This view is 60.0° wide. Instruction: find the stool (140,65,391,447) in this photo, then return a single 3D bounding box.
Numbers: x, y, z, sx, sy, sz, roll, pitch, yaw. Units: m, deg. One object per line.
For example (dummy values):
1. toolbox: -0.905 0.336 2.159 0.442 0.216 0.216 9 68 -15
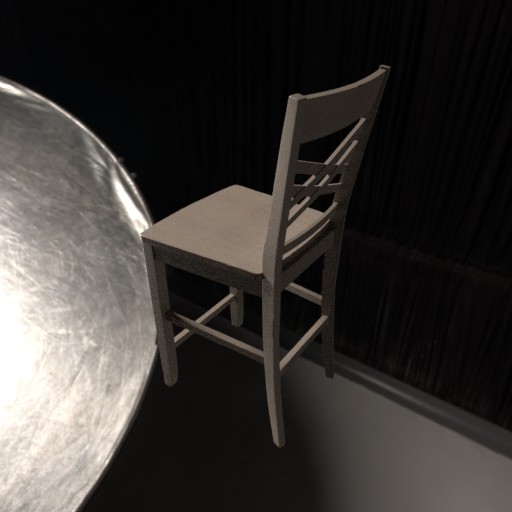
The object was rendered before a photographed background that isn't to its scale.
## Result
1. stool: 0.000 0.000 1.364 0.539 1.079 0.462 20 37 29
